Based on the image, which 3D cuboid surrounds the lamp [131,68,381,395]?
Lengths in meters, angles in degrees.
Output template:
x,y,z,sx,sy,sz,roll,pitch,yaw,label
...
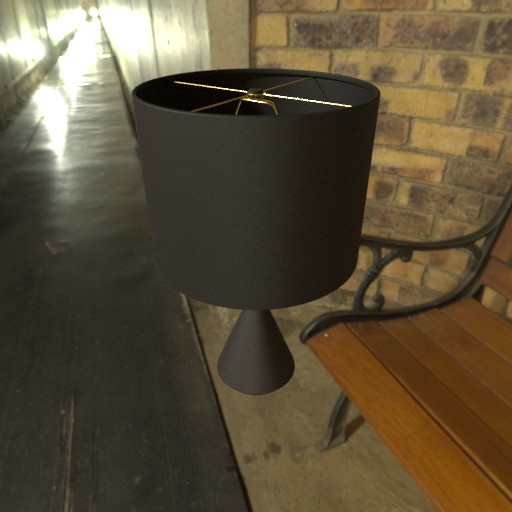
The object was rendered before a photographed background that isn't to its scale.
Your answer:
x,y,z,sx,sy,sz,roll,pitch,yaw,label
0.000,0.000,0.805,0.359,0.584,0.359,20,36,29,lamp
